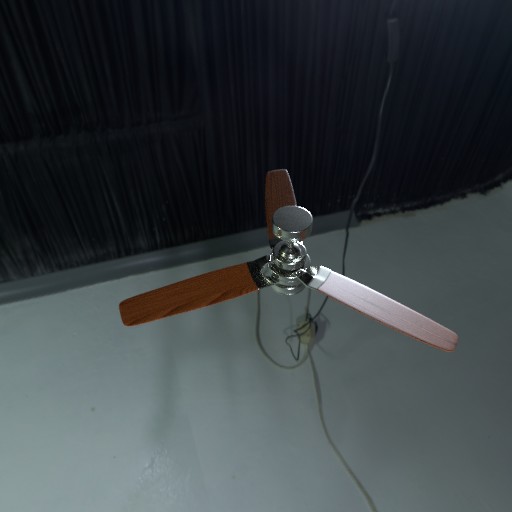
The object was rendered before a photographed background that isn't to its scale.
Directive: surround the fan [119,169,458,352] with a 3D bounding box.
[{"bbox_3d":[0.000,0.000,2.015,1.271,0.410,1.416,-16,48,-15],"label":"fan"}]
